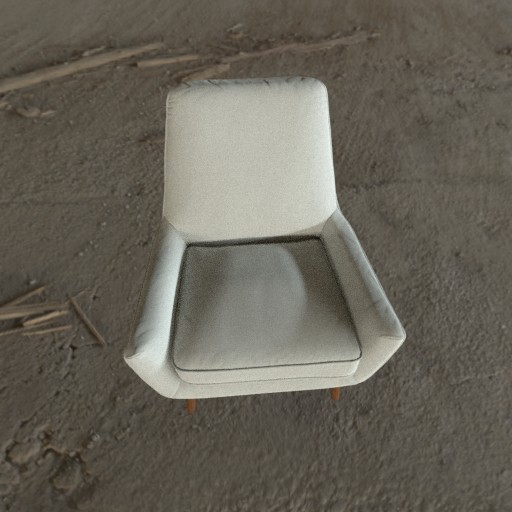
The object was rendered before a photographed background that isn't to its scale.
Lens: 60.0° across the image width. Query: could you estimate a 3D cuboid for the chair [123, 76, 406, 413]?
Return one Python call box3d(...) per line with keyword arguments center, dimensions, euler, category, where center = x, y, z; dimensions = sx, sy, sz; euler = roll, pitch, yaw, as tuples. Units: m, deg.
box3d(center=(0.000, 0.000, 1.505), dimensions=(0.787, 0.888, 0.822), euler=(-4, 48, -3), category="chair")
